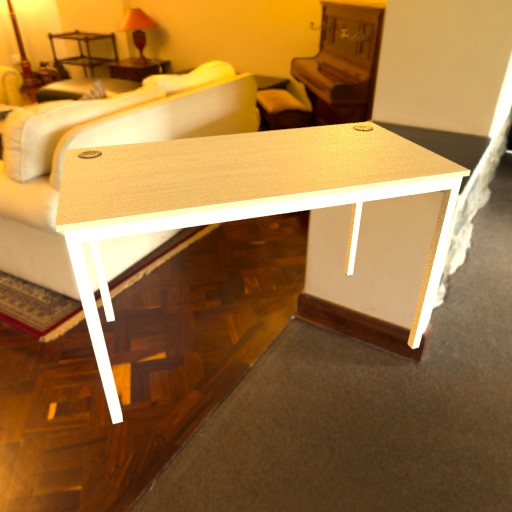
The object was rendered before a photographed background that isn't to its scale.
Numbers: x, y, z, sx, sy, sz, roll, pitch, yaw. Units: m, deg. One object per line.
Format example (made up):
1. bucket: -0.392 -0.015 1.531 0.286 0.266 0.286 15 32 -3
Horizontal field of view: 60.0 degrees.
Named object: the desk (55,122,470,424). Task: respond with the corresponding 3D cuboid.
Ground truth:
1. desk: 0.000 0.000 1.650 1.200 0.750 0.600 -10 33 -15
